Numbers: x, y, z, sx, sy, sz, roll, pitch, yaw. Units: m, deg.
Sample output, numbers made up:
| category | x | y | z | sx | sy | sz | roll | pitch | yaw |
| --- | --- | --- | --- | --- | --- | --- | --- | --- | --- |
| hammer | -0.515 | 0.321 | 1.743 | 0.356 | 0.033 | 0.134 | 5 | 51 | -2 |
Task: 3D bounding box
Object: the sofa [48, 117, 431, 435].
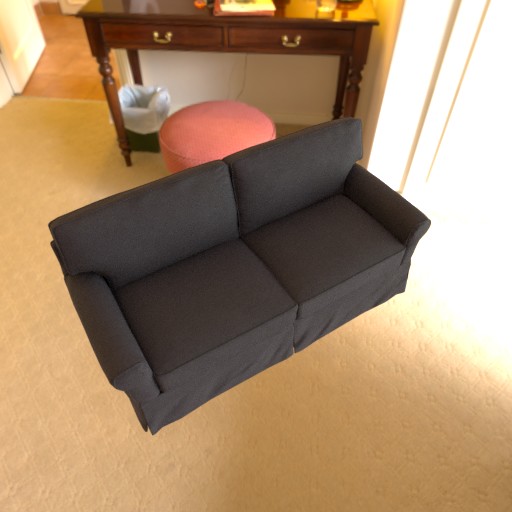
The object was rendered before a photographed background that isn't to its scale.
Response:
| category | x | y | z | sx | sy | sz | roll | pitch | yaw |
| --- | --- | --- | --- | --- | --- | --- | --- | --- | --- |
| sofa | 0.000 | 0.000 | 2.891 | 2.256 | 1.094 | 0.983 | -24 | 51 | -21 |
